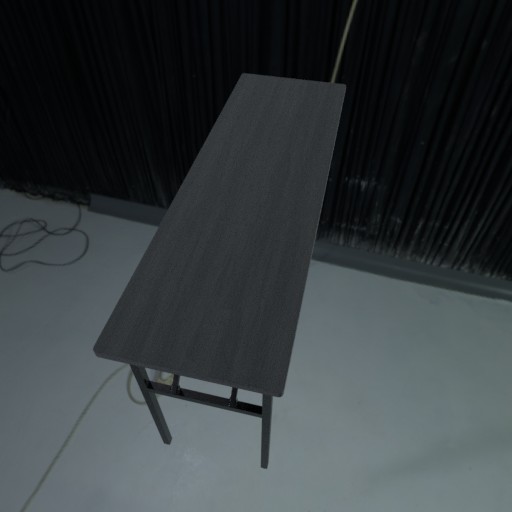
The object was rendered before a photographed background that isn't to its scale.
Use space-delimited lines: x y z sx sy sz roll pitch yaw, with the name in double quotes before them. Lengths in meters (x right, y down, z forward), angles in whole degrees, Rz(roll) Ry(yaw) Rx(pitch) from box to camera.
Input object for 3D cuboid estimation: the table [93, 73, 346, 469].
"table" 0.000 0.000 1.717 0.449 0.750 1.399 10 49 9
